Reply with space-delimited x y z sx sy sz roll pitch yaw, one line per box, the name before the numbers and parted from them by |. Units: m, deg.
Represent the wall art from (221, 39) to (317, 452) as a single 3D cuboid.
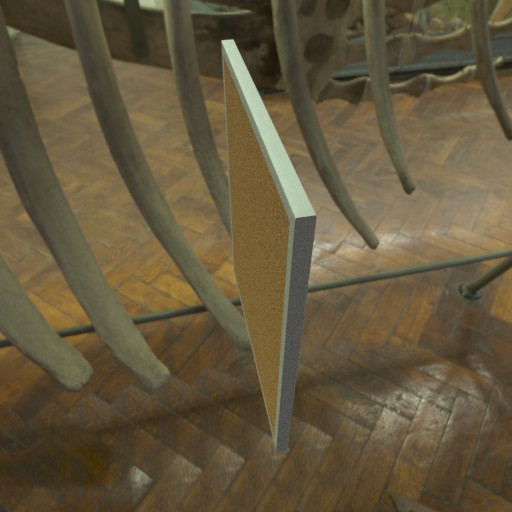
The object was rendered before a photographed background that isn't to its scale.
wall art | 0.000 0.000 0.741 0.020 0.536 0.444 -8 46 -8
